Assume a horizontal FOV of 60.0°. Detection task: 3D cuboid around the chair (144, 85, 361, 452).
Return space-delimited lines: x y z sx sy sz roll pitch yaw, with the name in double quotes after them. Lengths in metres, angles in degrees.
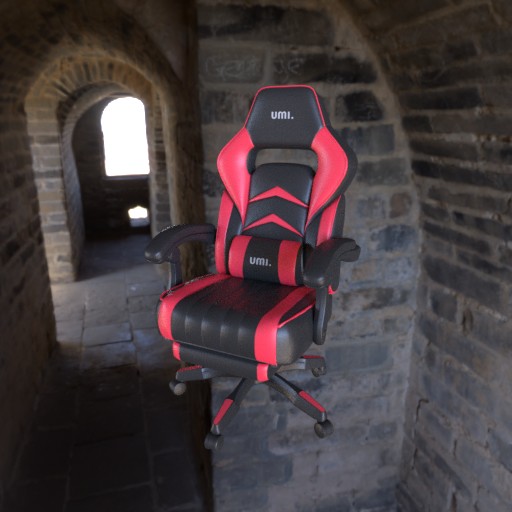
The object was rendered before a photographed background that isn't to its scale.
0.000 0.000 1.640 0.700 1.220 0.700 8 18 25 "chair"
